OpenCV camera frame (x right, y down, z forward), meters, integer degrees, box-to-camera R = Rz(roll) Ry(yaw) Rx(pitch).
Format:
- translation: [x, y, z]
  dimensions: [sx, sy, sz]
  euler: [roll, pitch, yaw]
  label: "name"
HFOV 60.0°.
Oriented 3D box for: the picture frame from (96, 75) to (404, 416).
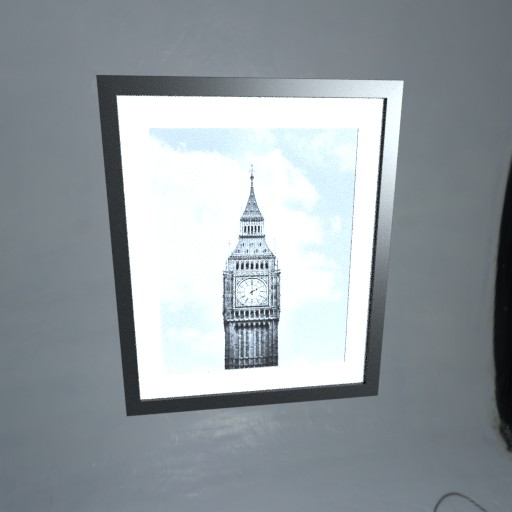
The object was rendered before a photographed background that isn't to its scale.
- translation: [0.000, 0.000, 0.745]
  dimensions: [0.460, 0.556, 0.028]
  euler: [-2, 16, -8]
  label: "picture frame"
